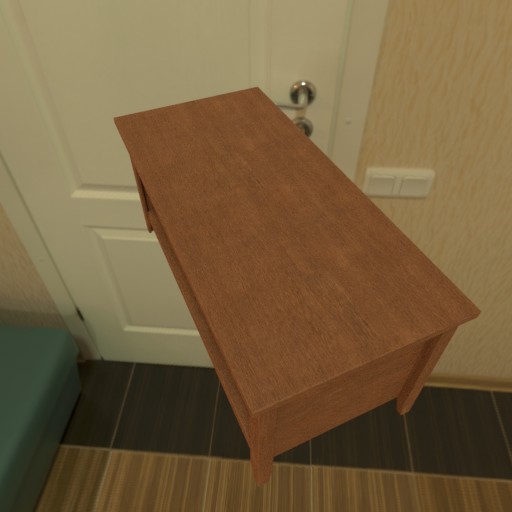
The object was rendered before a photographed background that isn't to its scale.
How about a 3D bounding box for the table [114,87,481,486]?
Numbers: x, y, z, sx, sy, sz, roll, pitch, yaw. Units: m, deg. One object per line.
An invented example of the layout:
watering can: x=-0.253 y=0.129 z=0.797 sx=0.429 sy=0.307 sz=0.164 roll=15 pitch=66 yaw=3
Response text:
table: x=0.000 y=0.000 z=1.261 sx=0.483 sy=0.457 sz=1.016 roll=-19 pitch=50 yaw=-17
